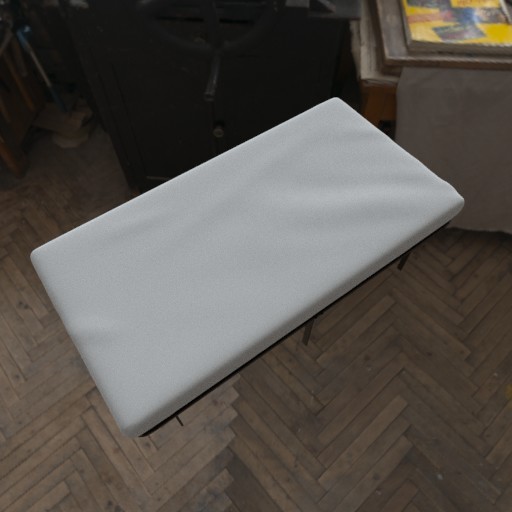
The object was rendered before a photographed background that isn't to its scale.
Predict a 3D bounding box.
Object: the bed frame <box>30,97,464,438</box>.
[{"bbox_3d":[0.000,0.000,2.336,1.903,0.619,0.989,-31,63,-18],"label":"bed frame"}]
